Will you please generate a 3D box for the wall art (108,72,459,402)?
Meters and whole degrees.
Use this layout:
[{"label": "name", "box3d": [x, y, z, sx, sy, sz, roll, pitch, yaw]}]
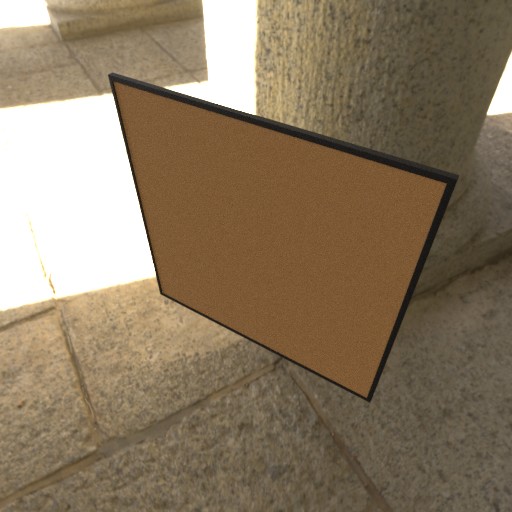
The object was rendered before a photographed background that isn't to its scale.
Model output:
[{"label": "wall art", "box3d": [0.000, 0.000, 0.978, 0.664, 0.663, 0.015, 23, 50, 21]}]
